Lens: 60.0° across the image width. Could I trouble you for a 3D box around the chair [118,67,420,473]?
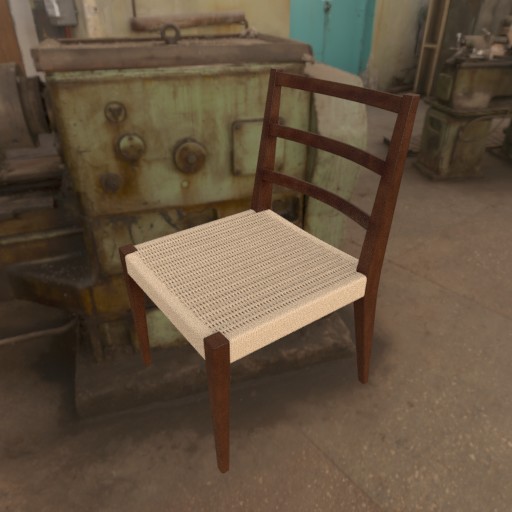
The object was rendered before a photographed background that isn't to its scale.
[{"bbox_3d":[0.000,0.000,1.144,0.551,0.813,0.480,-21,37,-30],"label":"chair"}]
